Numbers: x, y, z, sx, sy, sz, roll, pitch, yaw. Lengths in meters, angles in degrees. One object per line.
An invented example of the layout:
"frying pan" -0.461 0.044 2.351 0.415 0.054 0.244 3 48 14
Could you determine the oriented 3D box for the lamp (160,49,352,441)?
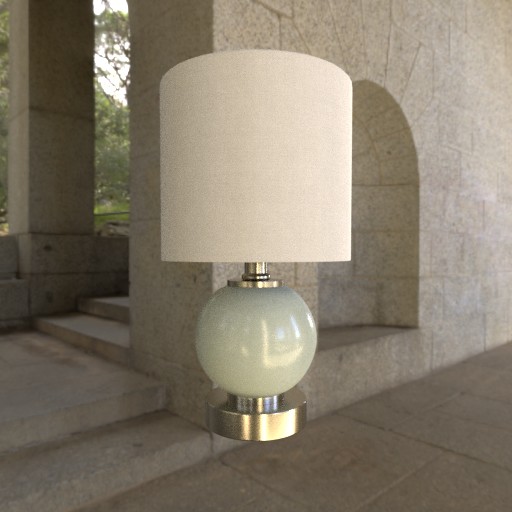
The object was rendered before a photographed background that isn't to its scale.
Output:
"lamp" 0.000 0.000 0.475 0.201 0.353 0.201 0 1 18
